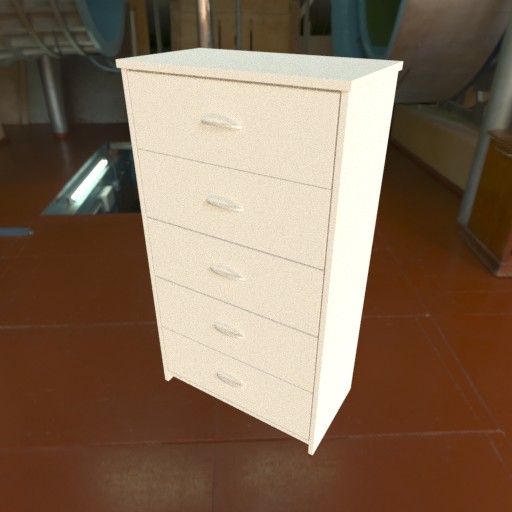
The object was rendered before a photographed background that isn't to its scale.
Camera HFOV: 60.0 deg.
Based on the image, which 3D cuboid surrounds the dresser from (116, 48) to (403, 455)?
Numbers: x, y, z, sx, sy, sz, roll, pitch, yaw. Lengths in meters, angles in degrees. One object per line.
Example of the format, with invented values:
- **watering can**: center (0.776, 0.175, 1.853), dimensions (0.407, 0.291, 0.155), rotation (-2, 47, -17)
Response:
- **dresser**: center (0.000, 0.000, 1.545), dimensions (0.704, 1.255, 0.399), rotation (17, 34, 27)
